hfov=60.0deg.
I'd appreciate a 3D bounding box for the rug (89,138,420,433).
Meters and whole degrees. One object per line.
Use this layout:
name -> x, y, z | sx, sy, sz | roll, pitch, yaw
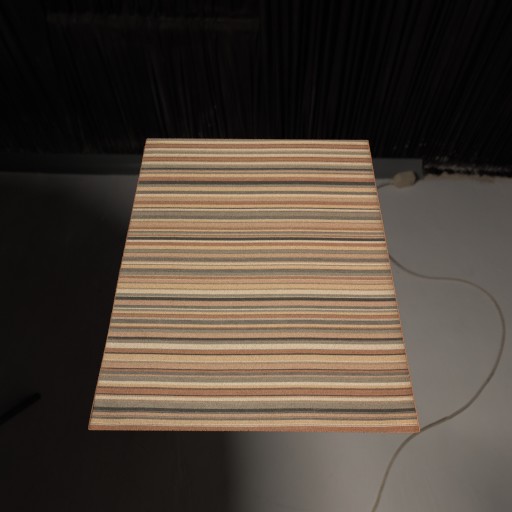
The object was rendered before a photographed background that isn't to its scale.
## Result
rug -> 0.000, 0.000, 4.059 | 2.436, 0.011, 3.045 | 0, 58, 0
